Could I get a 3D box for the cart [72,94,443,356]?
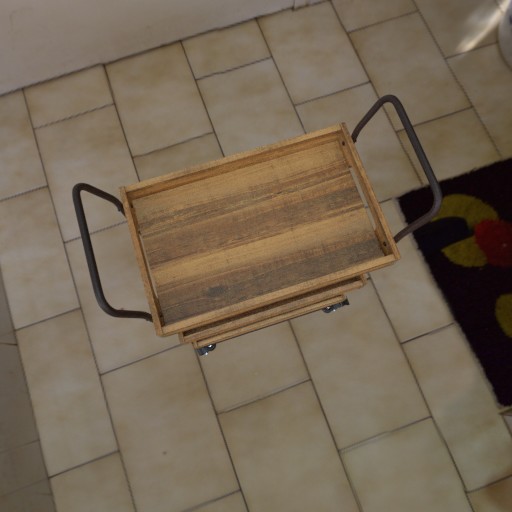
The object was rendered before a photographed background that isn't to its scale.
[{"bbox_3d":[0.000,0.000,1.140,0.583,0.857,0.339,-17,76,-4],"label":"cart"}]
